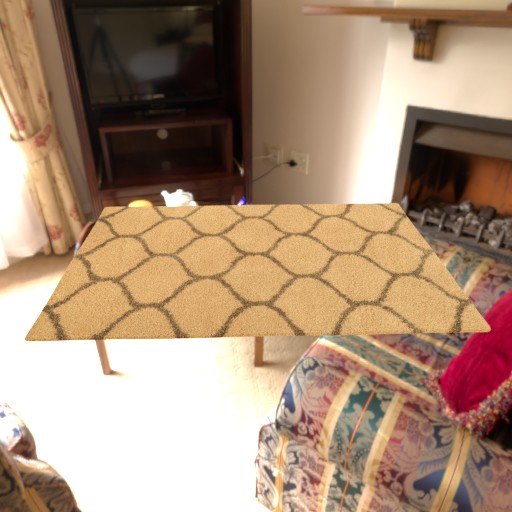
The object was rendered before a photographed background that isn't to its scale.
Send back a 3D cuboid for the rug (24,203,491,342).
[{"bbox_3d":[0.000,0.000,3.316,2.701,0.026,1.801,-1,31,-2],"label":"rug"}]
